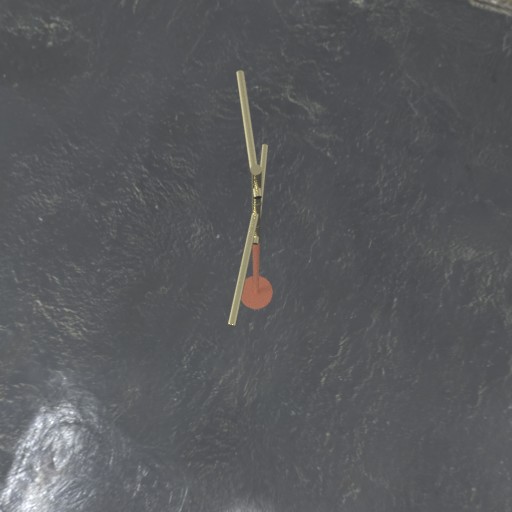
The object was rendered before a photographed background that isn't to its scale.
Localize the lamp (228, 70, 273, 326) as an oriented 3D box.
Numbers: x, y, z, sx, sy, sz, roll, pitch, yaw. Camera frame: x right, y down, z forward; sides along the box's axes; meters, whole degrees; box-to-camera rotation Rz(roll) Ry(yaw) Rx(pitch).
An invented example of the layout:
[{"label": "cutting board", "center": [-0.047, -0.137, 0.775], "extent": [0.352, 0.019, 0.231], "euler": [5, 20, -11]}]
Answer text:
[{"label": "lamp", "center": [0.000, 0.000, 1.967], "extent": [0.209, 1.704, 0.737], "euler": [-2, 75, -1]}]
